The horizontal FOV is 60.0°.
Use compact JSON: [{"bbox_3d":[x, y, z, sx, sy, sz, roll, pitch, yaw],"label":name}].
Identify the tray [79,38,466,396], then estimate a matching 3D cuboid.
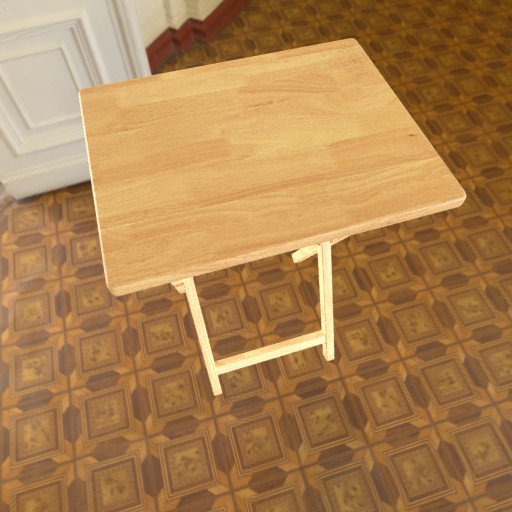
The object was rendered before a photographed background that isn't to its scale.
[{"bbox_3d":[0.000,0.000,0.932,0.483,0.660,0.381,-15,59,-9],"label":"tray"}]
